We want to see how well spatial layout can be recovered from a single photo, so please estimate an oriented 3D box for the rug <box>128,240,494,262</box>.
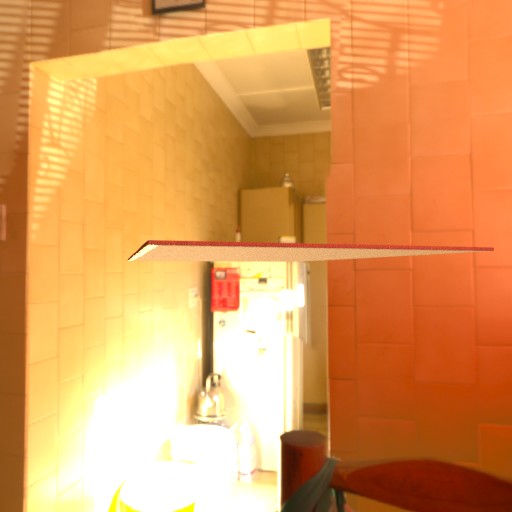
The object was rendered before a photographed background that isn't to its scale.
[{"bbox_3d":[0.000,0.000,2.281,1.219,0.014,1.829,1,-2,-18],"label":"rug"}]
